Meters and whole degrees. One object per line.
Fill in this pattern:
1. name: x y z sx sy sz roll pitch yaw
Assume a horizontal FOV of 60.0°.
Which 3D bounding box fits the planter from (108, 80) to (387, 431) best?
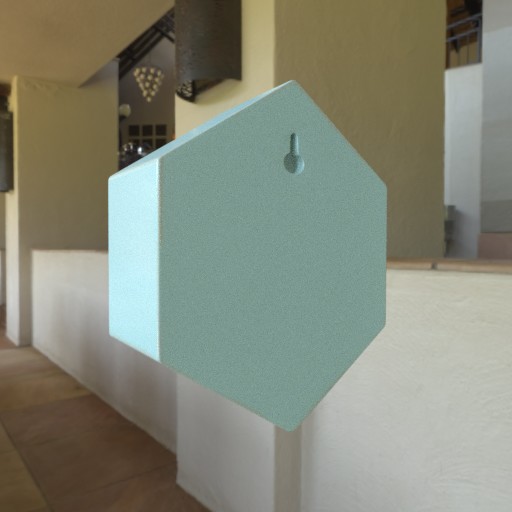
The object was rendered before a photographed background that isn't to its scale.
1. planter: 0.000 0.000 0.291 0.169 0.207 0.078 -1 1 -35
